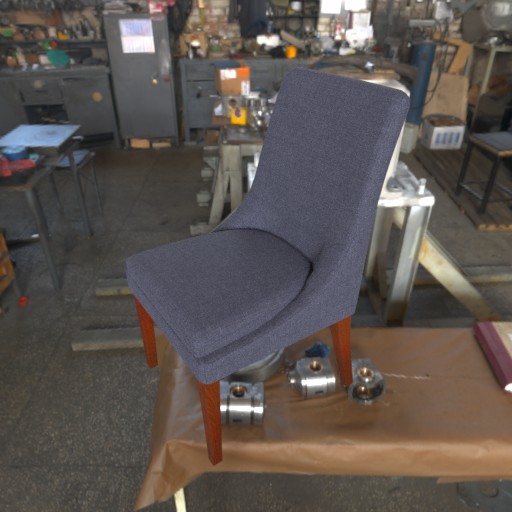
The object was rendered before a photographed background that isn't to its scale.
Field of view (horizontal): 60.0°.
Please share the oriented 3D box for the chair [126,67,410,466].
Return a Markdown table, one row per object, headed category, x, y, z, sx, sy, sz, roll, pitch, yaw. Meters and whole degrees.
| category | x | y | z | sx | sy | sz | roll | pitch | yaw |
| --- | --- | --- | --- | --- | --- | --- | --- | --- | --- |
| chair | 0.000 | 0.000 | 1.332 | 0.655 | 0.952 | 0.508 | -20 | 37 | -29 |
